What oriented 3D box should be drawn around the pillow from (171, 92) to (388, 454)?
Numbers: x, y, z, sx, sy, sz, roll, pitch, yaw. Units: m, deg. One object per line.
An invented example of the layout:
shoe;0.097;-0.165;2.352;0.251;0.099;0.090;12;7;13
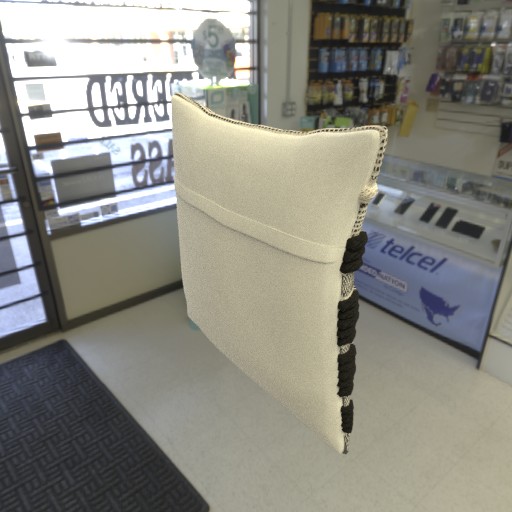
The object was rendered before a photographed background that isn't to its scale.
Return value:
pillow;0.000;0.000;0.671;0.156;0.438;0.436;-18;31;-33
